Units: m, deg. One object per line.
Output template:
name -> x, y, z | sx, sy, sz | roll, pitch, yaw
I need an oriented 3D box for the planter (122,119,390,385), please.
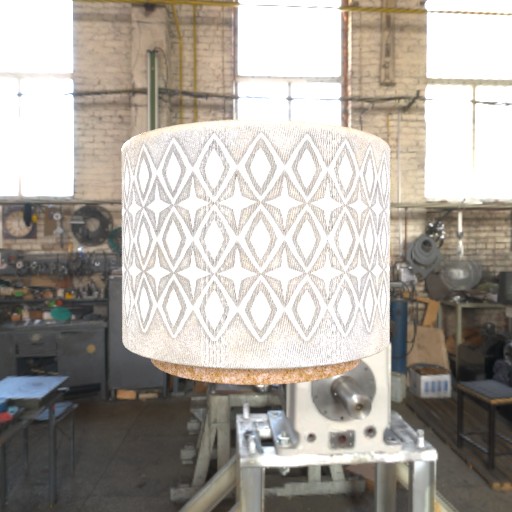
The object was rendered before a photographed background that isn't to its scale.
planter -> 0.000, 0.000, 0.284 | 0.164, 0.127, 0.164 | 0, 1, 0
